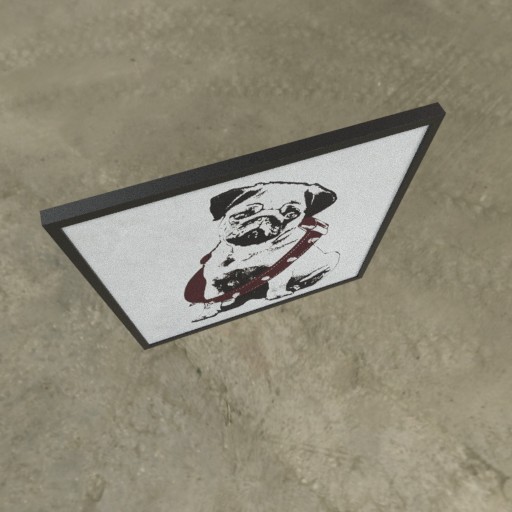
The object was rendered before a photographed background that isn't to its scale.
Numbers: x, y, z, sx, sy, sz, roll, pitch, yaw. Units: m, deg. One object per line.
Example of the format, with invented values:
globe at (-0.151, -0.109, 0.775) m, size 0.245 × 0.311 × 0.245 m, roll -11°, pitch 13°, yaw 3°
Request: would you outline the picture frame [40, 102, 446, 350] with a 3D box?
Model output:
picture frame at (0.000, 0.000, 1.155) m, size 0.775 × 0.775 × 0.032 m, roll -17°, pitch 64°, yaw -9°
